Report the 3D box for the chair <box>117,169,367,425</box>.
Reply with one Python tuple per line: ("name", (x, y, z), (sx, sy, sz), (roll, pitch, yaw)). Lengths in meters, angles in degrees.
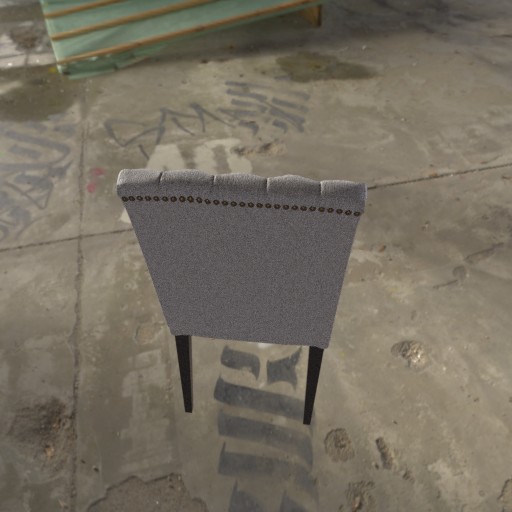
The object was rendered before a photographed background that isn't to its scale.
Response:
("chair", (0.000, 0.000, 1.396), (0.511, 1.016, 0.647), (4, 46, 4))
